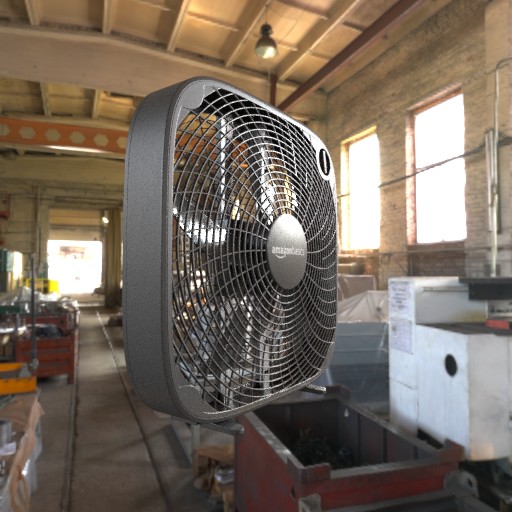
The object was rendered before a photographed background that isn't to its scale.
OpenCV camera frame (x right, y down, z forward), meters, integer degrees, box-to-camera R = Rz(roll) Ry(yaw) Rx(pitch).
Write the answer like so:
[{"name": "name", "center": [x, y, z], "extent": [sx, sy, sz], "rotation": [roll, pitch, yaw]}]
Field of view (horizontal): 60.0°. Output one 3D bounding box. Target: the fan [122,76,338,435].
[{"name": "fan", "center": [0.000, 0.000, 0.803], "extent": [0.142, 0.533, 0.526], "rotation": [-2, -3, 35]}]
